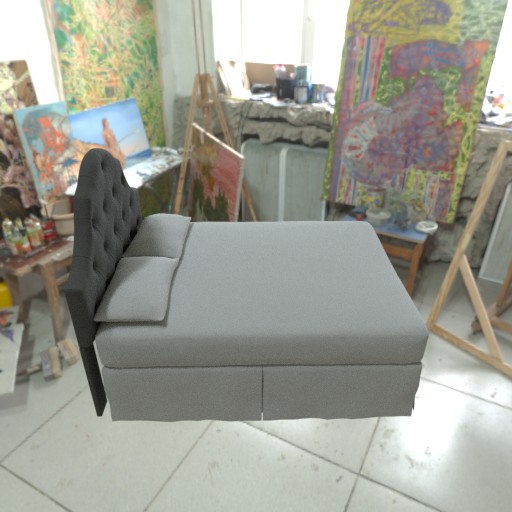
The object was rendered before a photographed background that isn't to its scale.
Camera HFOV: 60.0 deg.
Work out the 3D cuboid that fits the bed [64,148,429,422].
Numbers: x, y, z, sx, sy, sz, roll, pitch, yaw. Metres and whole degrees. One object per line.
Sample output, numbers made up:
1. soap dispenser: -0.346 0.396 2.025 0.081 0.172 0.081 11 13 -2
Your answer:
1. bed: 0.000 0.000 3.237 2.155 1.575 1.636 -1 31 -1
